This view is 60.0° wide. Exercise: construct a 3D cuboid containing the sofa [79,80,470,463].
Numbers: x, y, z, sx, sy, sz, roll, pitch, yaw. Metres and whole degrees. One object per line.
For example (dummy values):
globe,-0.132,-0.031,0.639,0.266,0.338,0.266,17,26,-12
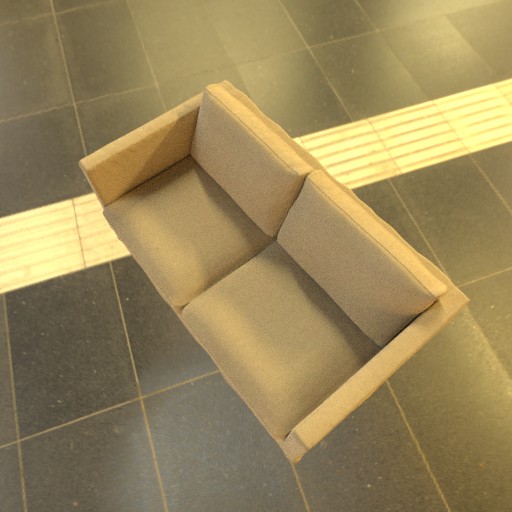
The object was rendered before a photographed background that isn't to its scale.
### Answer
sofa,0.000,0.000,2.259,0.962,0.835,1.719,-36,68,-17
